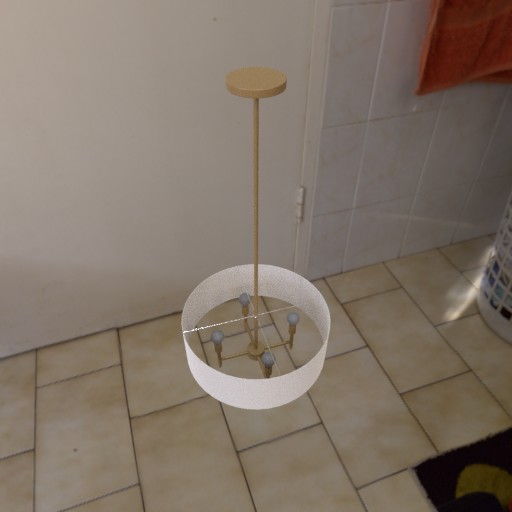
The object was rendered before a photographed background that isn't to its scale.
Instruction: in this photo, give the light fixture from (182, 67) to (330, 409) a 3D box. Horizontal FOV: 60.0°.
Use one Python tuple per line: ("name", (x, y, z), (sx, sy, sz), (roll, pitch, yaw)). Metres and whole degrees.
("light fixture", (0.000, 0.000, 1.340), (0.508, 1.067, 0.508), (0, 42, 0))
